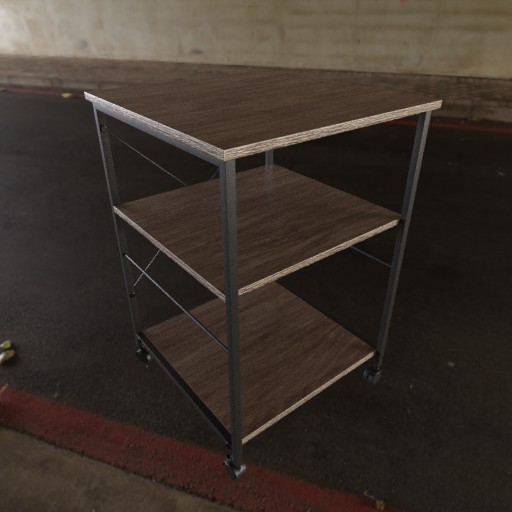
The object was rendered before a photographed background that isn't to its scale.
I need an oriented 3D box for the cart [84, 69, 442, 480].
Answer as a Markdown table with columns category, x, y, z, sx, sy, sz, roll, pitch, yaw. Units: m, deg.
| category | x | y | z | sx | sy | sz | roll | pitch | yaw |
| --- | --- | --- | --- | --- | --- | --- | --- | --- | --- |
| cart | 0.000 | 0.000 | 1.100 | 0.521 | 0.762 | 0.520 | -22 | 37 | -32 |
